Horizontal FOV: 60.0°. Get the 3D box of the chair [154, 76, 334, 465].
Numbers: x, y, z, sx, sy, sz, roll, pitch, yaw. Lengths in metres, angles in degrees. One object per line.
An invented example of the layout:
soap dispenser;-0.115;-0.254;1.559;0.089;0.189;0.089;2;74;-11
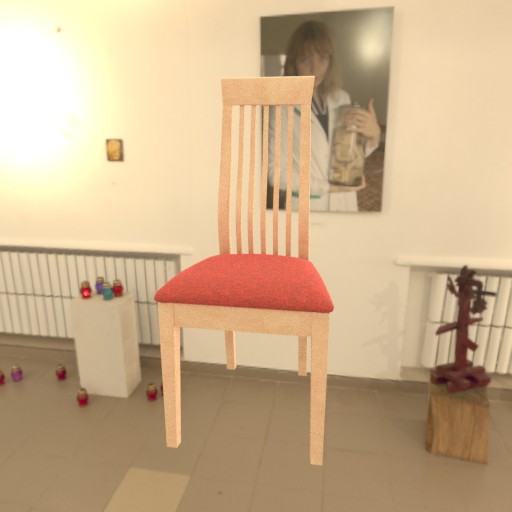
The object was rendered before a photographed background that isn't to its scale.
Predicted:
chair;0.000;0.000;1.305;0.460;1.027;0.474;3;16;9
